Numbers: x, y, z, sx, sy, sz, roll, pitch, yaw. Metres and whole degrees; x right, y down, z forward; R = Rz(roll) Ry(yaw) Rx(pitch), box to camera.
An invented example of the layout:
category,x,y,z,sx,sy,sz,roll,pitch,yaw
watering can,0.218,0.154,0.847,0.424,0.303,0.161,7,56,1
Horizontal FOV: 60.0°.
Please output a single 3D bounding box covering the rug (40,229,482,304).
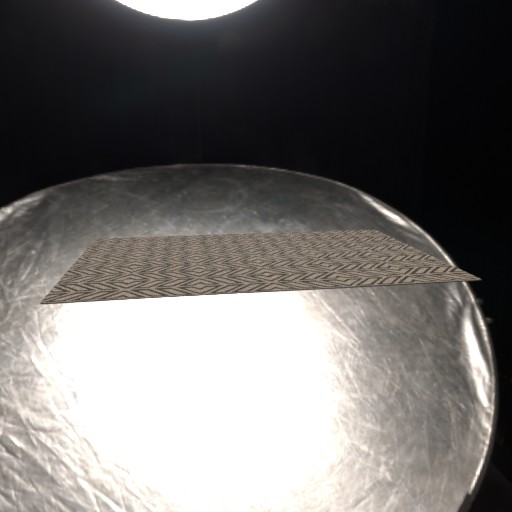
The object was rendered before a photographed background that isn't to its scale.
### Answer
category,x,y,z,sx,sy,sz,roll,pitch,yaw
rug,0.000,0.000,3.123,2.438,0.008,1.523,-2,15,-9
